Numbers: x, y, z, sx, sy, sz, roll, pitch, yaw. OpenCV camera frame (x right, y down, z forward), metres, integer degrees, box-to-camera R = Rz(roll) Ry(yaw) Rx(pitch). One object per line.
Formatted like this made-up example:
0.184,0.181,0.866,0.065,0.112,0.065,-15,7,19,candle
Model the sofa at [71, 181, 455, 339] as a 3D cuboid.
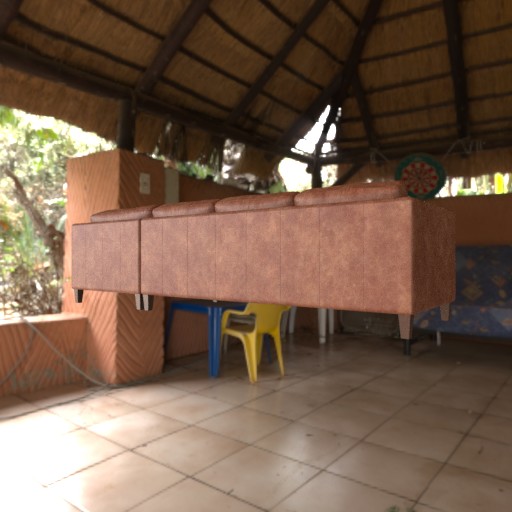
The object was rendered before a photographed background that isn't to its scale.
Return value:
0.000,0.000,3.872,3.203,0.883,1.581,0,0,37,sofa
